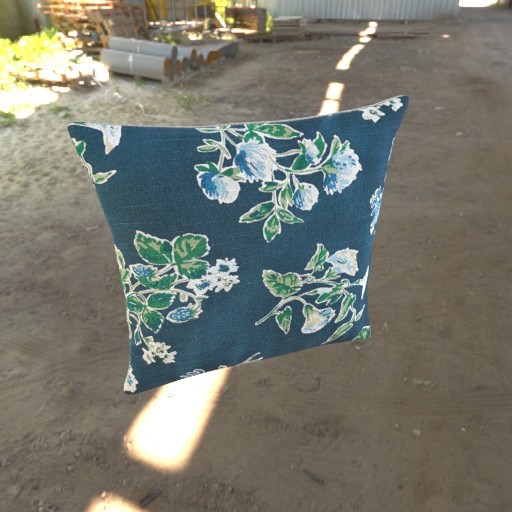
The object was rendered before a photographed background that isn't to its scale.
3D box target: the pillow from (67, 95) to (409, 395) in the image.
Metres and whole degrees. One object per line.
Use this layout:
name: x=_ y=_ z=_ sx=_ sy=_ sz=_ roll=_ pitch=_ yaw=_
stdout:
pillow: x=0.000 y=0.000 z=0.779 sx=0.525 sy=0.508 sz=0.166 roll=-10 pitch=33 yaw=-15
